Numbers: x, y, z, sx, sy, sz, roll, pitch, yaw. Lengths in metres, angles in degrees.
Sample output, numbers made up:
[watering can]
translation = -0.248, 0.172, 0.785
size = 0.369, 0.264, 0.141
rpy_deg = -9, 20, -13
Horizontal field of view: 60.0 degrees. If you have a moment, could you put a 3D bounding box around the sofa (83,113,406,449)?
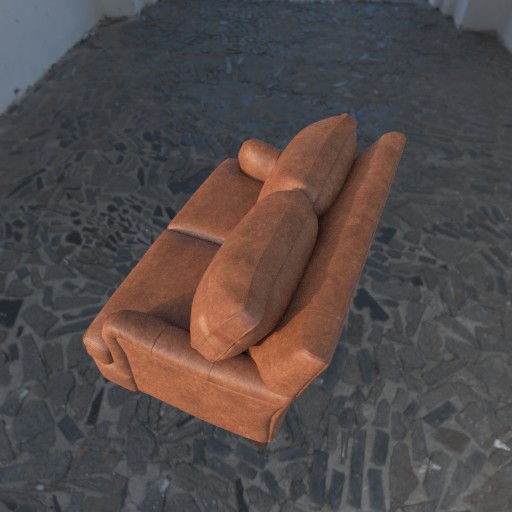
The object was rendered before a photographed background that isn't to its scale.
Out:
[sofa]
translation = 0.000, 0.000, 2.241
size = 1.077, 1.004, 1.527
rpy_deg = 17, 49, 15
